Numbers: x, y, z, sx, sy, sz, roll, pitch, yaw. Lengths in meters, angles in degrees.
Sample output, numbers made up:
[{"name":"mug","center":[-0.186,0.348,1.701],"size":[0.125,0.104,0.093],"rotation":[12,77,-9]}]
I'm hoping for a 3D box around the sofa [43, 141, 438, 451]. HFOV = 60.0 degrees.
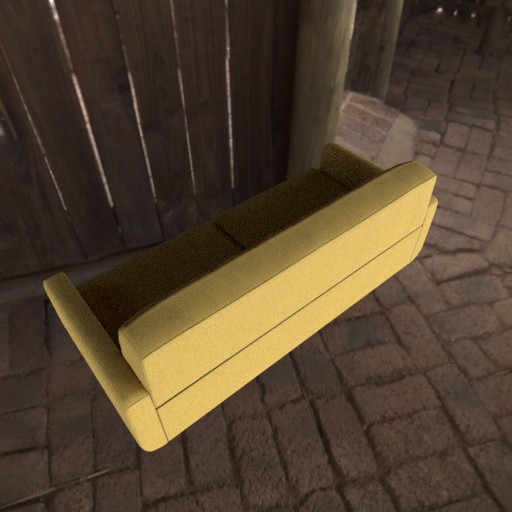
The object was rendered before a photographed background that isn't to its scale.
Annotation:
[{"name":"sofa","center":[0.000,0.000,2.484],"size":[2.029,0.841,0.909],"rotation":[-30,53,-26]}]
